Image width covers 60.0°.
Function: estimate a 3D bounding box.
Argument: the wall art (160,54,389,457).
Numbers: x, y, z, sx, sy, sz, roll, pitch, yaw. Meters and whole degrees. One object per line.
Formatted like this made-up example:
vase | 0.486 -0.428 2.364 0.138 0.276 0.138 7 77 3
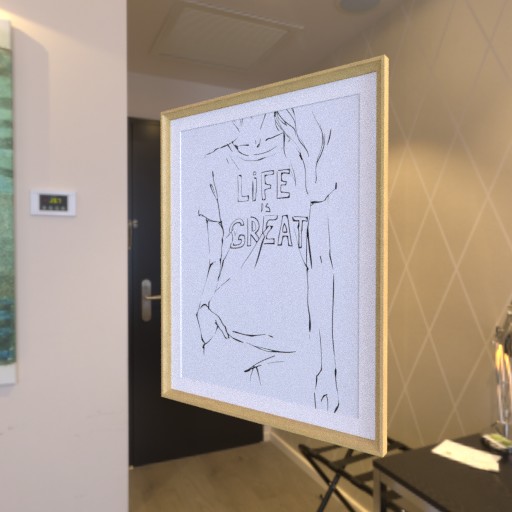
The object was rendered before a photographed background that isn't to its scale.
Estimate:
wall art | 0.000 0.000 1.344 0.798 1.002 0.030 1 1 35
